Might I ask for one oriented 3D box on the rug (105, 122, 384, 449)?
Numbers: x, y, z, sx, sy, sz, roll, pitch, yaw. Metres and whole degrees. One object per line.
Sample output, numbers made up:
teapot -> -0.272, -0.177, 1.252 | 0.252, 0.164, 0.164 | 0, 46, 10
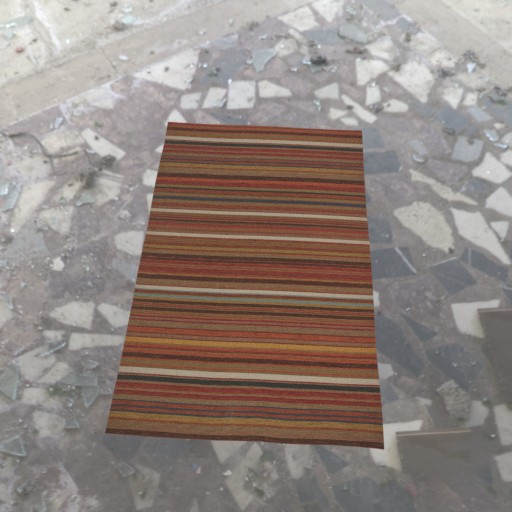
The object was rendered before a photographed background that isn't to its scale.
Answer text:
rug -> 0.000, 0.000, 2.343 | 1.217, 0.007, 1.828 | 3, 63, 2
